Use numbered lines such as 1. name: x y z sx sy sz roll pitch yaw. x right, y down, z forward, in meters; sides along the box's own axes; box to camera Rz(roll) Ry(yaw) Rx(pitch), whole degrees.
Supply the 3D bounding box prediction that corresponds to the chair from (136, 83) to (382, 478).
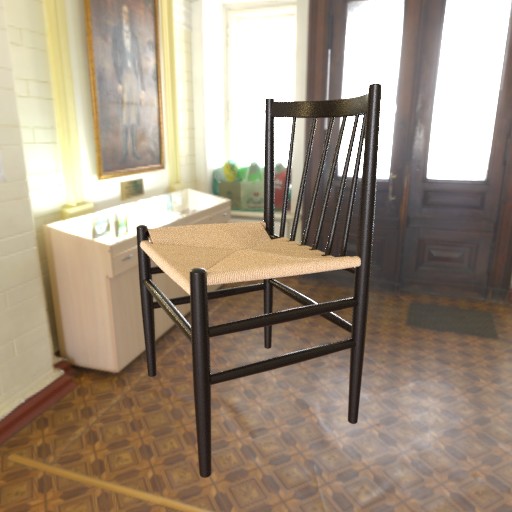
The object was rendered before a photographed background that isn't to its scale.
1. chair: 0.000 0.000 1.157 0.516 0.818 0.495 -8 17 -26
